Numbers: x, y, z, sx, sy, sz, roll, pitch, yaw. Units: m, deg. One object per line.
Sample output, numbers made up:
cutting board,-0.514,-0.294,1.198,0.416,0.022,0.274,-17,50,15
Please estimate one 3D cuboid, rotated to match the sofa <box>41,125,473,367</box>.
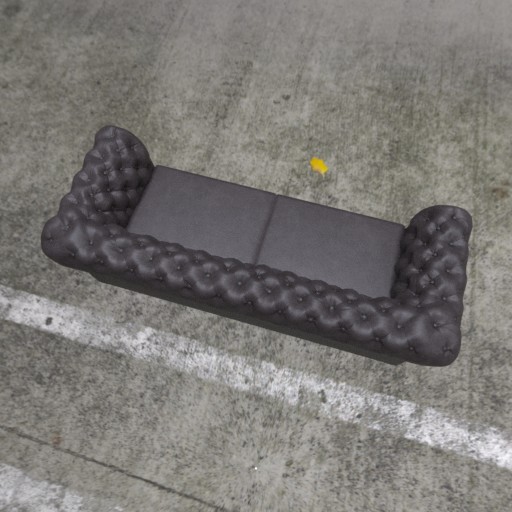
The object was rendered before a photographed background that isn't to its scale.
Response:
sofa,0.000,0.000,2.795,2.385,0.783,0.944,15,65,7
